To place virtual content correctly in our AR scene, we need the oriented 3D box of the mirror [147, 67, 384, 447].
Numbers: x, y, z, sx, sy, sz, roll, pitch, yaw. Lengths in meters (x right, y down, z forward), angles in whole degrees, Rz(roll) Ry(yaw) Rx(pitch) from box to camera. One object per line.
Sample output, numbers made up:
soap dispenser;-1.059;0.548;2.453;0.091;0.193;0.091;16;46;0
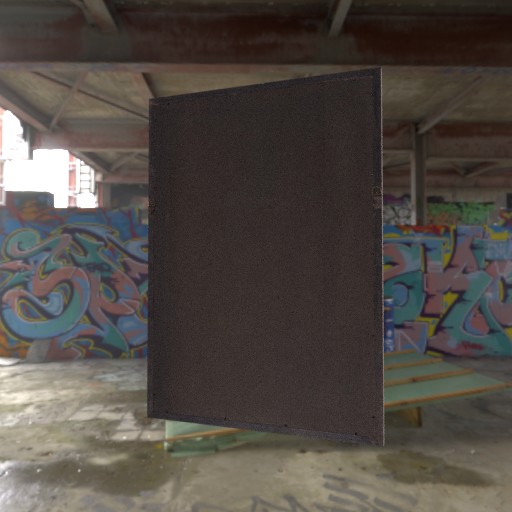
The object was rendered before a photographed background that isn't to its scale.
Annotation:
mirror;0.000;0.000;1.281;0.705;0.996;0.025;0;-1;18
